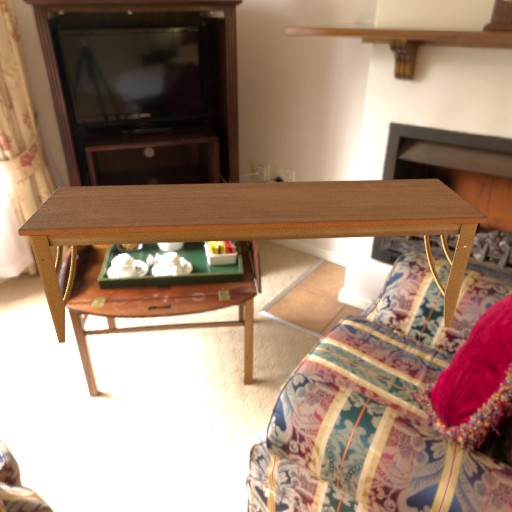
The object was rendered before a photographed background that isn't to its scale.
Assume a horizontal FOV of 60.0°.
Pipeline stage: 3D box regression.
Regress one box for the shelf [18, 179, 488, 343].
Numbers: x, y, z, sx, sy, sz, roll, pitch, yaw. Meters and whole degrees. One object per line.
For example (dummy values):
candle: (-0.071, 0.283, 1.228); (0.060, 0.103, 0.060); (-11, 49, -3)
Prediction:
shelf: (0.000, 0.000, 0.716); (0.636, 0.190, 0.166); (-2, 29, -3)
